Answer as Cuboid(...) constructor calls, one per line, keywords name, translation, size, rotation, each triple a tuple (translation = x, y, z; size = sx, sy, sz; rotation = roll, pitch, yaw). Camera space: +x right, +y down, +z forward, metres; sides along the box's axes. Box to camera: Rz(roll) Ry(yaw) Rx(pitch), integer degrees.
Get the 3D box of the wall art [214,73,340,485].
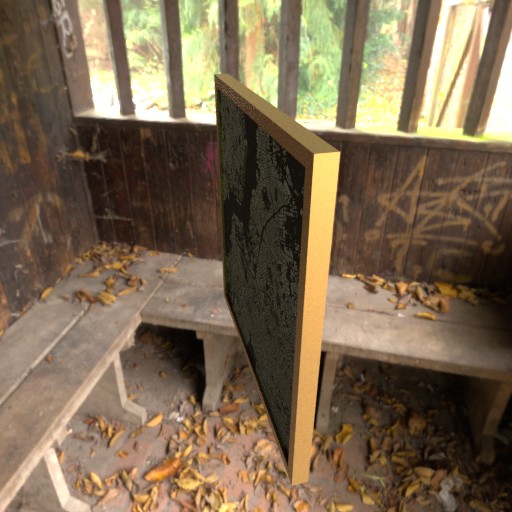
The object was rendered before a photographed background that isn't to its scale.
Cuboid(name="wall art", translation=(0.000, 0.000, 2.850), size=(0.099, 1.926, 1.926), rotation=(-8, 31, -13))
